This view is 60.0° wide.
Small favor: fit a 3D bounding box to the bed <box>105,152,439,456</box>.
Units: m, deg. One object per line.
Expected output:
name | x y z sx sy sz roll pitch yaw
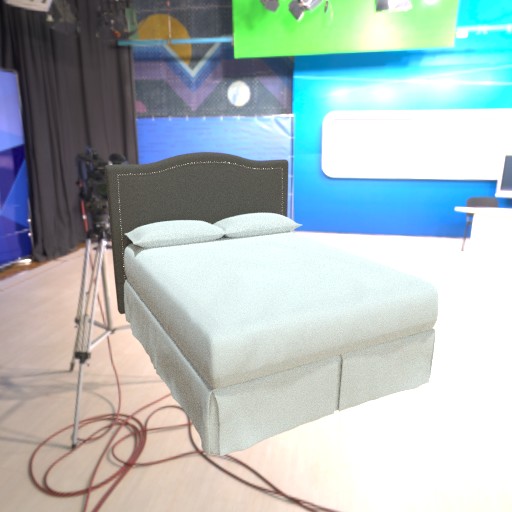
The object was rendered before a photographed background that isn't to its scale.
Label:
bed | 0.000 0.000 3.182 1.666 1.387 2.036 -8 17 -27
